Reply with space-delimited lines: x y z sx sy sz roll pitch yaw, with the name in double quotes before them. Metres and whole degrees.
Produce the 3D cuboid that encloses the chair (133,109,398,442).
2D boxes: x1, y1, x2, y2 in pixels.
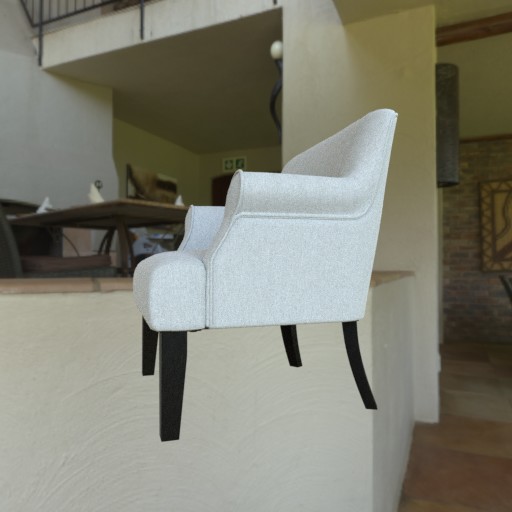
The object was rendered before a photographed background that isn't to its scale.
"chair" 0.000 0.000 1.458 0.750 0.875 0.781 0 -1 -18
